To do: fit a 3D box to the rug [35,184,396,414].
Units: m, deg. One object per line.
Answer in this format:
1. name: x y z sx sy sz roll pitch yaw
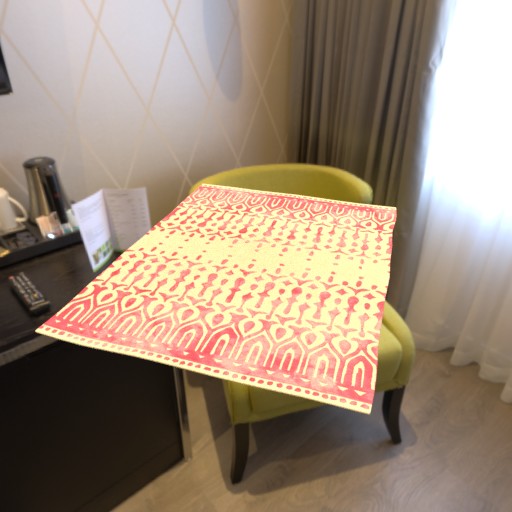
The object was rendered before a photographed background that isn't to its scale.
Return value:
1. rug: 0.000 0.000 4.180 2.441 0.016 3.095 9 32 15
